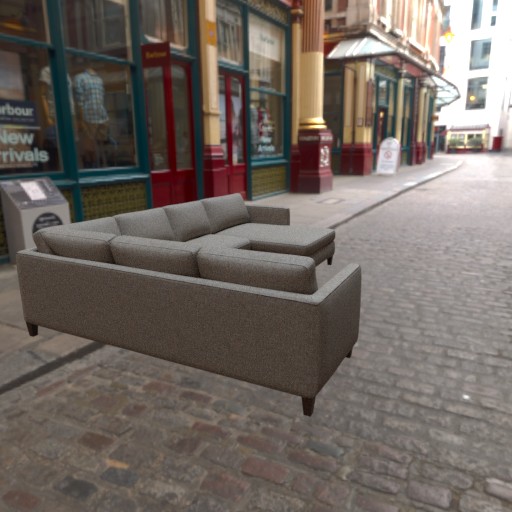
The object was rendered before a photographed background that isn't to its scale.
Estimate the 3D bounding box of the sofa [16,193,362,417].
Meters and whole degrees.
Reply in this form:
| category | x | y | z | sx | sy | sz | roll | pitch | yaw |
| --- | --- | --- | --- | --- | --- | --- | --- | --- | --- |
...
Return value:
| category | x | y | z | sx | sy | sz | roll | pitch | yaw |
| --- | --- | --- | --- | --- | --- | --- | --- | --- | --- |
| sofa | 0.000 | 0.000 | 4.405 | 2.551 | 0.889 | 3.403 | 7 | 16 | 26 |
